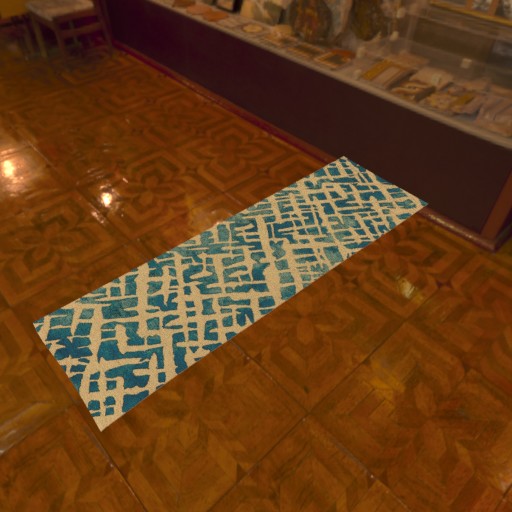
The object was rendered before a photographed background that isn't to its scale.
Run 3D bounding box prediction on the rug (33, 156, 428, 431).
[{"bbox_3d":[0.000,0.000,2.687,2.446,0.011,0.768,-31,53,-27],"label":"rug"}]
